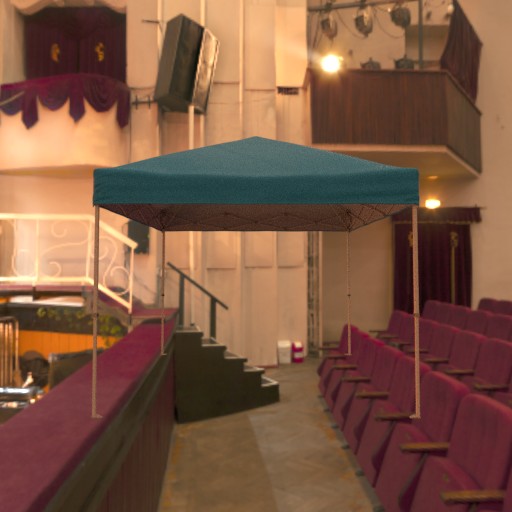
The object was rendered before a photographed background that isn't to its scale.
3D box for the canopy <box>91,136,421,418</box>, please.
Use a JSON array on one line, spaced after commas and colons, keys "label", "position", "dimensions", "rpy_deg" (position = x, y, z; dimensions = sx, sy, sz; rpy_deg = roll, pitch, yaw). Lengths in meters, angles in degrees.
[{"label": "canopy", "position": [0.000, 0.000, 5.500], "dimensions": [2.996, 2.997, 2.998], "rpy_deg": [0, -2, 0]}]
